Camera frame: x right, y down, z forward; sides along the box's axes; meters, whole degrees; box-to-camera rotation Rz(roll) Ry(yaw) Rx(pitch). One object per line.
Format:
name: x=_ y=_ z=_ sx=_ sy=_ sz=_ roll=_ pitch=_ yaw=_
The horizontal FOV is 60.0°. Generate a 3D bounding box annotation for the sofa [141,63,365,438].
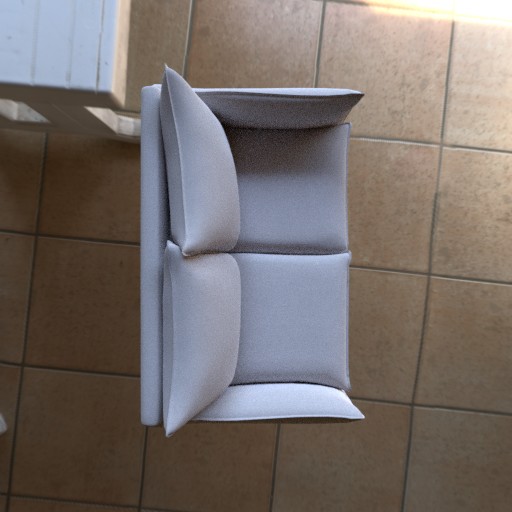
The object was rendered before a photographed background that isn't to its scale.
sofa: x=0.000 y=0.000 z=1.824 sx=0.820 sy=0.840 sz=1.300 roll=0 pitch=90 yaw=0
